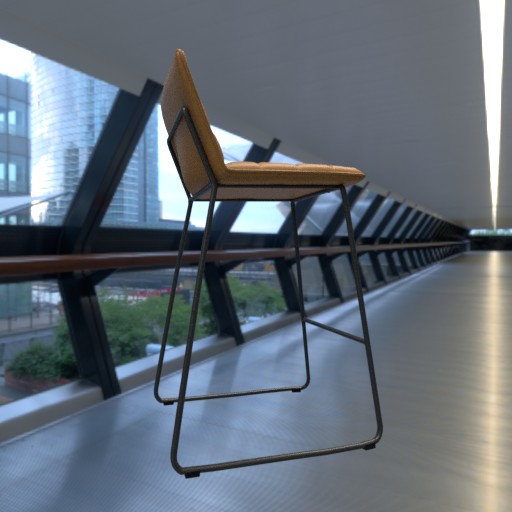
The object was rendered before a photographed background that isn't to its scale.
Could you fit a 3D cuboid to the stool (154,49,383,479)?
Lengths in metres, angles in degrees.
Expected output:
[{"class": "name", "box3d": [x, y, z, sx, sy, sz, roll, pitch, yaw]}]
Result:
[{"class": "stool", "box3d": [0.000, 0.000, 1.232, 0.524, 0.936, 0.489, 0, 1, -17]}]
